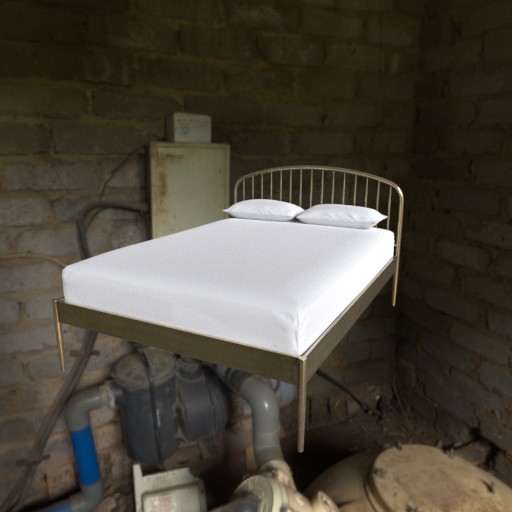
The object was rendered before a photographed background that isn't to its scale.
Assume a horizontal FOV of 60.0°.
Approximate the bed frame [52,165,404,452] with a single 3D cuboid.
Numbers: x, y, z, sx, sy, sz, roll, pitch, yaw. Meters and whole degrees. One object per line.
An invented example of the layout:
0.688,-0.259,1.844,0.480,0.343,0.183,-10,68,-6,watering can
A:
0.000,0.000,3.149,1.612,1.175,2.152,7,16,27,bed frame
